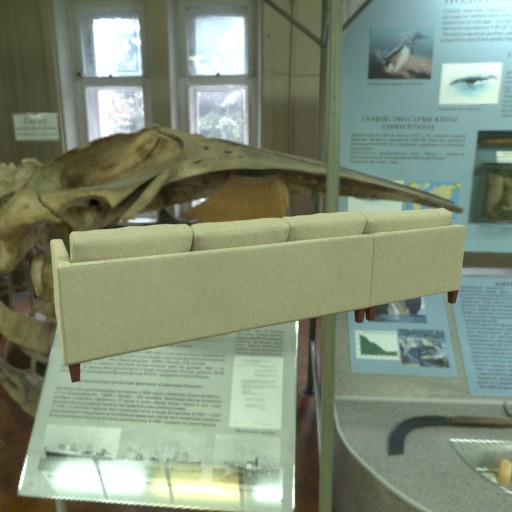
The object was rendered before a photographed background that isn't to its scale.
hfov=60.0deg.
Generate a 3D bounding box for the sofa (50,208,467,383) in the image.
[{"bbox_3d":[0.000,0.000,3.789,3.186,0.846,1.625,-6,14,-26],"label":"sofa"}]
